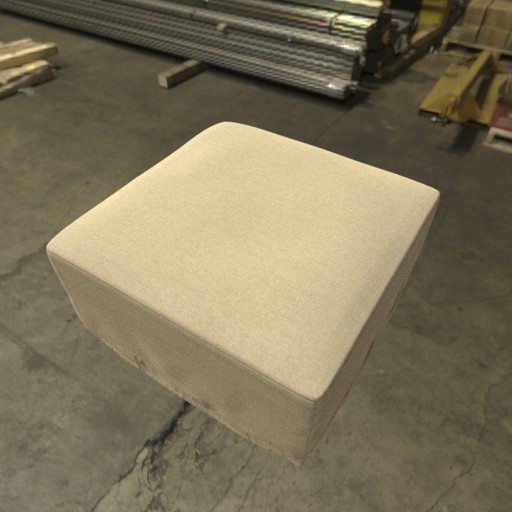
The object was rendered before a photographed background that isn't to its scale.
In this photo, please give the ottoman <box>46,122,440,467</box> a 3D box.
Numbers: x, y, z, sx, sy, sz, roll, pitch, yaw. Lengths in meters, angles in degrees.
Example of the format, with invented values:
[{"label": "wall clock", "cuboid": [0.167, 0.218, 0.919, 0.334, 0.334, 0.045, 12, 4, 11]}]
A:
[{"label": "ottoman", "cuboid": [0.000, 0.000, 1.369, 0.840, 0.436, 0.843, 25, 50, 23]}]
